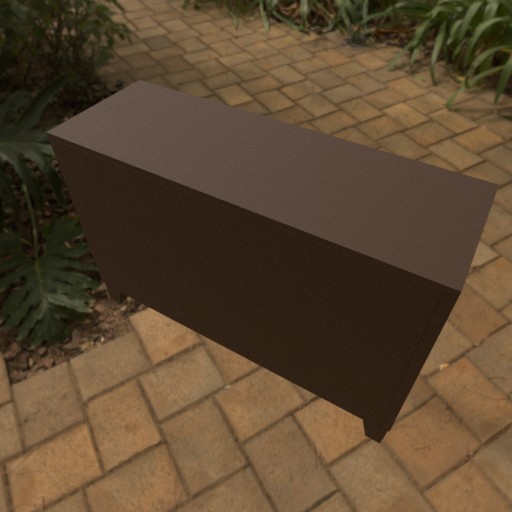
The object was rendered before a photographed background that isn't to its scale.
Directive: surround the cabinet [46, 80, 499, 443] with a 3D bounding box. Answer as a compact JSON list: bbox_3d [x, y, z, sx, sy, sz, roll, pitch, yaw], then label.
[{"bbox_3d":[0.000,0.000,1.750,1.396,0.914,0.482,23,50,21],"label":"cabinet"}]
